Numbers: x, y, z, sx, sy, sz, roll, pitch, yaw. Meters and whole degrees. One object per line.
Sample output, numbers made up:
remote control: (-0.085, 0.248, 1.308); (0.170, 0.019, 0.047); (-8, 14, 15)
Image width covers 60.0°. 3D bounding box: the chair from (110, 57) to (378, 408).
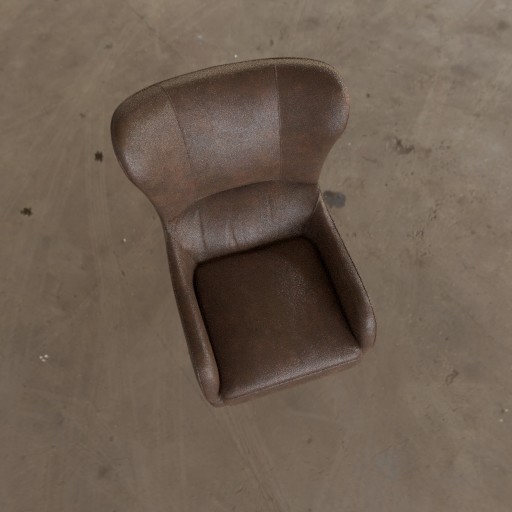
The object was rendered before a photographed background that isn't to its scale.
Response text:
chair: (0.000, 0.000, 1.601); (0.692, 1.048, 0.914); (-16, 65, -8)
